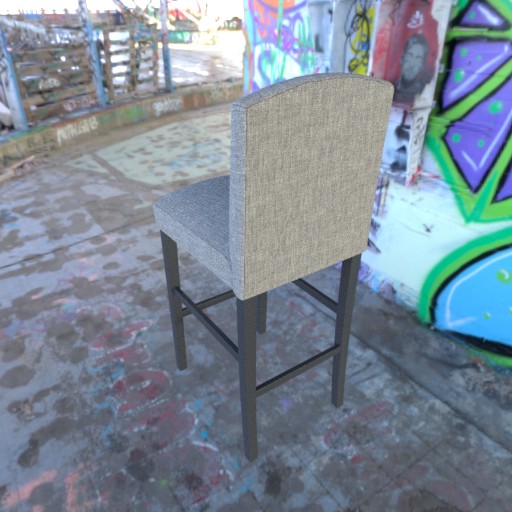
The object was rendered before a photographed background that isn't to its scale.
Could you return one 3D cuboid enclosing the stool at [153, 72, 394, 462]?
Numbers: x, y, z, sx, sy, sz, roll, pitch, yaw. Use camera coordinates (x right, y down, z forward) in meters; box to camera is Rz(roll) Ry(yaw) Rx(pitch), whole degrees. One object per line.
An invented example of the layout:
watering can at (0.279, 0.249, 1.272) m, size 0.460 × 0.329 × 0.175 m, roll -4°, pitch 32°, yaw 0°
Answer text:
stool at (0.000, 0.000, 1.412) m, size 0.451 × 1.138 × 0.552 m, roll -19°, pitch 35°, yaw -30°
